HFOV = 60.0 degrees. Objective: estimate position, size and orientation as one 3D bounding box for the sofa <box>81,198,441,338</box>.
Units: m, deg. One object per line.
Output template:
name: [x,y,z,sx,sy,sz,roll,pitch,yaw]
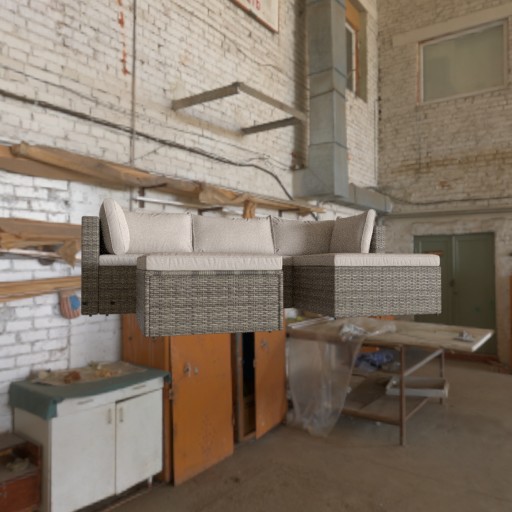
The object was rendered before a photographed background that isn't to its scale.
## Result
sofa: [0.000,0.000,2.961,2.192,0.766,1.662,0,-1,-18]
